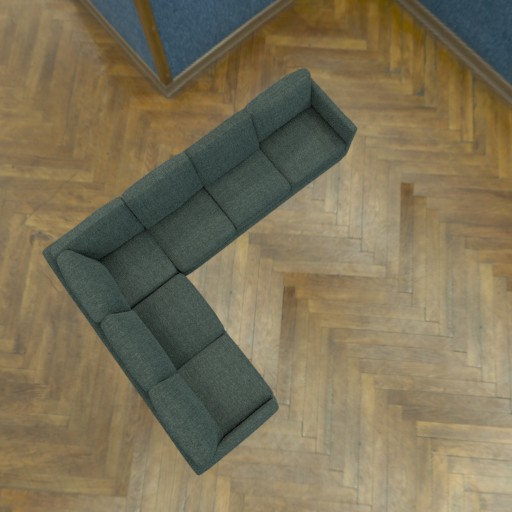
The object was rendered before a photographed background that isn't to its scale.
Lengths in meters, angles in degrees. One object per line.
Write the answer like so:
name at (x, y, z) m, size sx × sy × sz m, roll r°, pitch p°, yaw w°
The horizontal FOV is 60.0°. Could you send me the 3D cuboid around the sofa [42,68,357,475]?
sofa at (0.000, 0.000, 4.496) m, size 3.302 × 0.947 × 2.593 m, roll -38°, pitch 80°, yaw -8°
